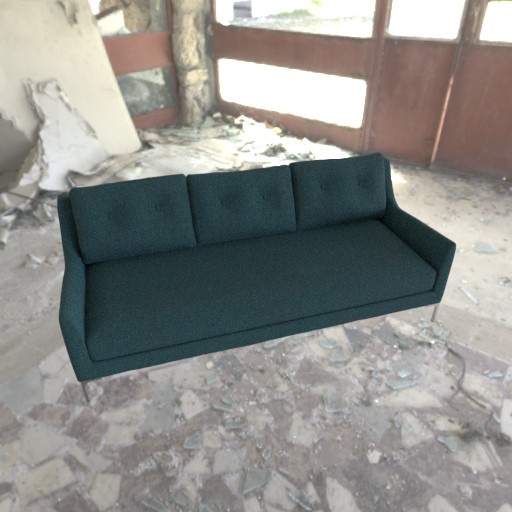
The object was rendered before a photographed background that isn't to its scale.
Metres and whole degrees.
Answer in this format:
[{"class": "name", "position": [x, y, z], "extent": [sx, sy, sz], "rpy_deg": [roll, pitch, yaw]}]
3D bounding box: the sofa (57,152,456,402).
[{"class": "sofa", "position": [0.000, 0.000, 2.538], "extent": [2.060, 0.837, 0.849], "rpy_deg": [-10, 34, -14]}]
